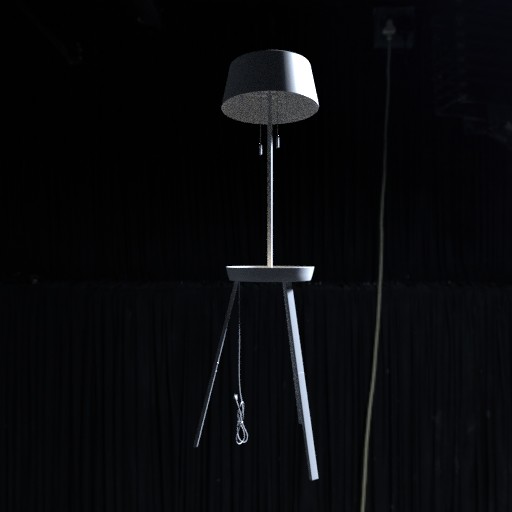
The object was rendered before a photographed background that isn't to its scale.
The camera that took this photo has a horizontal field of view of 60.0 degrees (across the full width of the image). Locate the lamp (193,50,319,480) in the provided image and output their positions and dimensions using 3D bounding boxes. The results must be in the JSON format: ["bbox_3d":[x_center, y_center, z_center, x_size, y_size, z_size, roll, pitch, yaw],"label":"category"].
[{"bbox_3d":[0.000,0.000,1.663,0.468,1.429,0.508,0,0,1],"label":"lamp"}]
